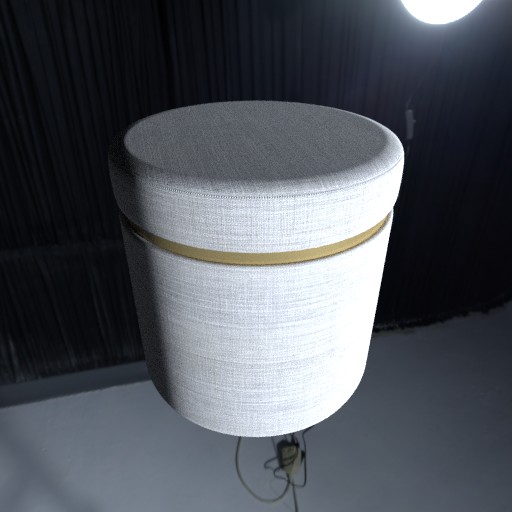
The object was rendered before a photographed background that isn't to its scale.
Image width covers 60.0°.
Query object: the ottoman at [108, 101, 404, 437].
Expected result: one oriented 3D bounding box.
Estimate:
[{"bbox_3d":[0.000,0.000,0.717,0.400,0.406,0.400,0,32,0],"label":"ottoman"}]
